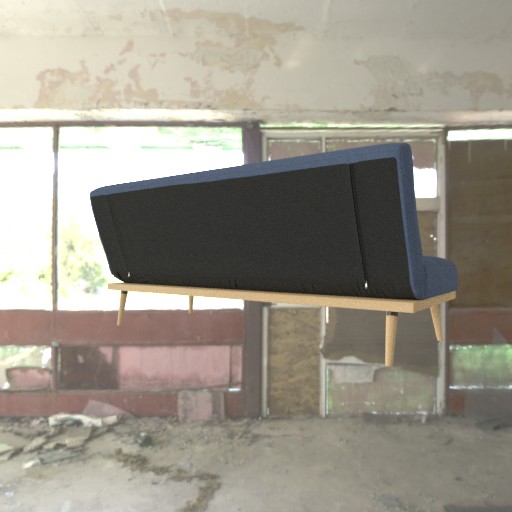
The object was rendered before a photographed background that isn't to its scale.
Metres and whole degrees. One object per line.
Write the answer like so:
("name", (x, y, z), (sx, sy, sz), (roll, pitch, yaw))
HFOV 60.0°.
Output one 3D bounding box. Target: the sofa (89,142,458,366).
("sofa", (0.000, 0.000, 2.294), (1.800, 0.800, 0.796), (0, 0, 36))
